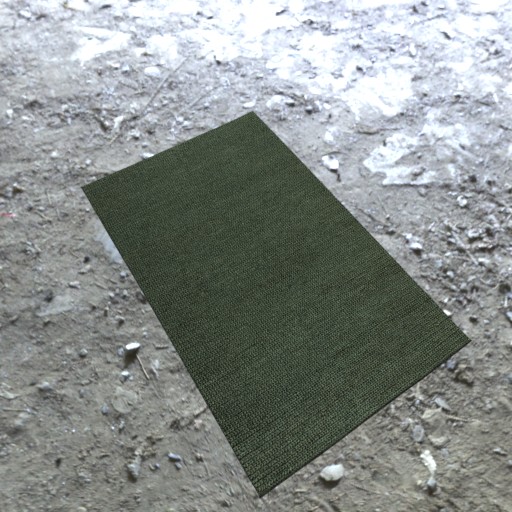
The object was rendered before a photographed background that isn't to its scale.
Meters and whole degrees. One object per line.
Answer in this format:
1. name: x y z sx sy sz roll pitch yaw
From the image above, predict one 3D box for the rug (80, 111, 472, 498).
1. rug: 0.000 0.000 2.987 1.538 0.021 2.443 -29 63 -17
